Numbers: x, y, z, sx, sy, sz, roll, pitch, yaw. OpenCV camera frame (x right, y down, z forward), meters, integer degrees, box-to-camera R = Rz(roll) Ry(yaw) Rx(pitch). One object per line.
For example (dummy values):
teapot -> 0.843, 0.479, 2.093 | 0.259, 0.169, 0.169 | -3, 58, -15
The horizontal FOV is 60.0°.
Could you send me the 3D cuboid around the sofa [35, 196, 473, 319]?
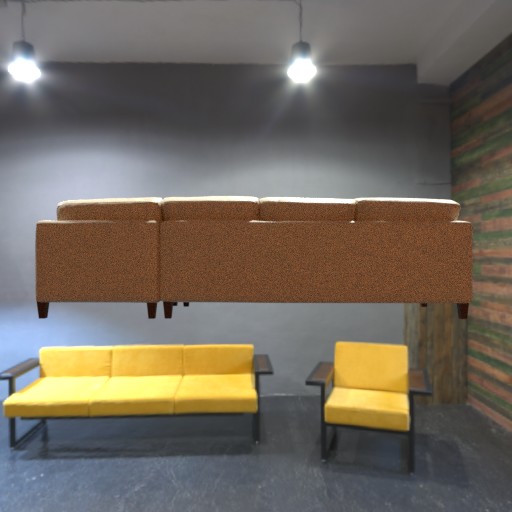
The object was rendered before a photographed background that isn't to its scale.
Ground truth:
sofa -> 0.000, 0.000, 4.547 | 3.302, 0.947, 2.593 | 0, 0, 1
